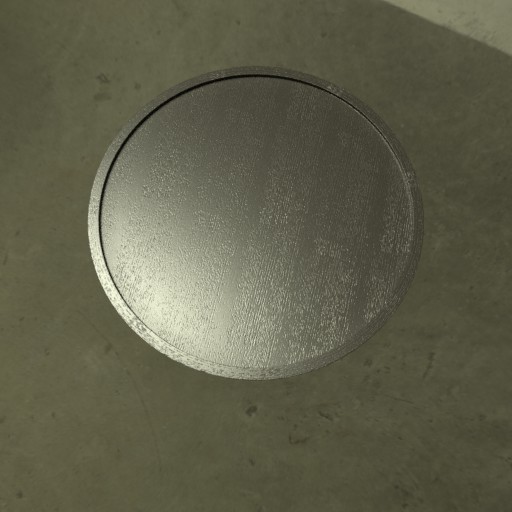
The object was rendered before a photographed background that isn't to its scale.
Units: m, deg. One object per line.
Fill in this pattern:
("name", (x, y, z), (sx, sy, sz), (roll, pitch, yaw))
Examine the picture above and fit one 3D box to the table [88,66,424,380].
("table", (0.000, 0.000, 0.916), (0.500, 0.531, 0.500), (0, 74, 0))
